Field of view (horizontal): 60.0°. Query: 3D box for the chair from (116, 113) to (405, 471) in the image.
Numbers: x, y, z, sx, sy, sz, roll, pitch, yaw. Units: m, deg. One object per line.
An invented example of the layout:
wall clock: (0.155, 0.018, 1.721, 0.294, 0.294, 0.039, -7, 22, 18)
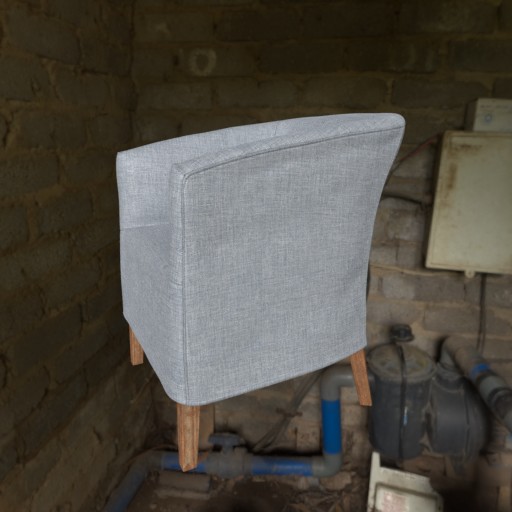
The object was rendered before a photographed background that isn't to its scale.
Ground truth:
chair: (0.000, 0.000, 1.245, 0.668, 0.771, 0.600, -8, 17, -26)
